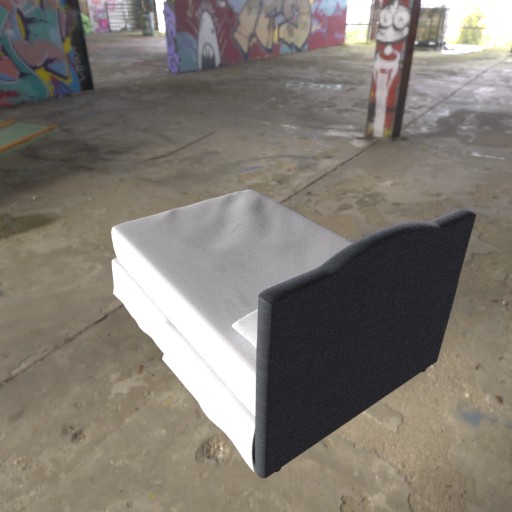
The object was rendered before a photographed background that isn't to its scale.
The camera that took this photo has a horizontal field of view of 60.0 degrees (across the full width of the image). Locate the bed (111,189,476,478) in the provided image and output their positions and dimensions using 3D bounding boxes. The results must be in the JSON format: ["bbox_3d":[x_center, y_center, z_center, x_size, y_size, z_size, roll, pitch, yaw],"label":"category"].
[{"bbox_3d":[0.000,0.000,3.600,1.747,1.441,2.507,-20,36,-30],"label":"bed"}]
